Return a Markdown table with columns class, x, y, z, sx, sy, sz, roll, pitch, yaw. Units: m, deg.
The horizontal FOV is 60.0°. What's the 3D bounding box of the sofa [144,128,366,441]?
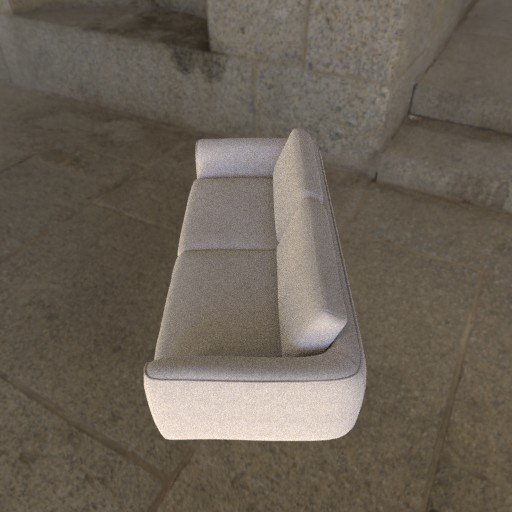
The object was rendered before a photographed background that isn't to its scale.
| class | x | y | z | sx | sy | sz | roll | pitch | yaw |
| --- | --- | --- | --- | --- | --- | --- | --- | --- | --- |
| sofa | 0.000 | 0.000 | 2.502 | 0.920 | 0.850 | 2.000 | 0 | 41 | 0 |
